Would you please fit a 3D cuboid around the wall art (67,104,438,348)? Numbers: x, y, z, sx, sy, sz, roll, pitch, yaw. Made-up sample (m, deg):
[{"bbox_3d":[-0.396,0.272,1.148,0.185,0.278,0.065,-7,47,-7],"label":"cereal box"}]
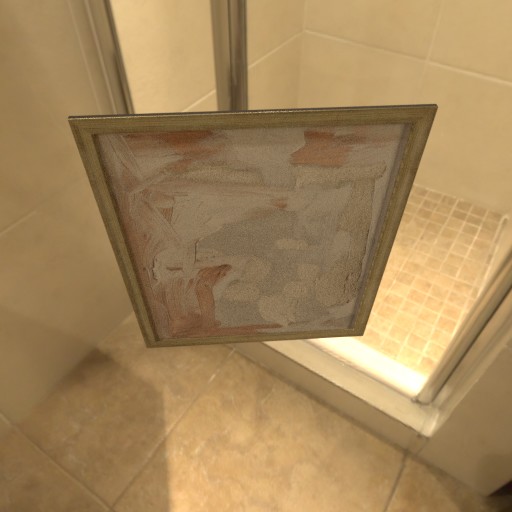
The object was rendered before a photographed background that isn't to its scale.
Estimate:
[{"bbox_3d":[0.000,0.000,0.783,0.483,0.559,0.009,-3,48,-3],"label":"wall art"}]
